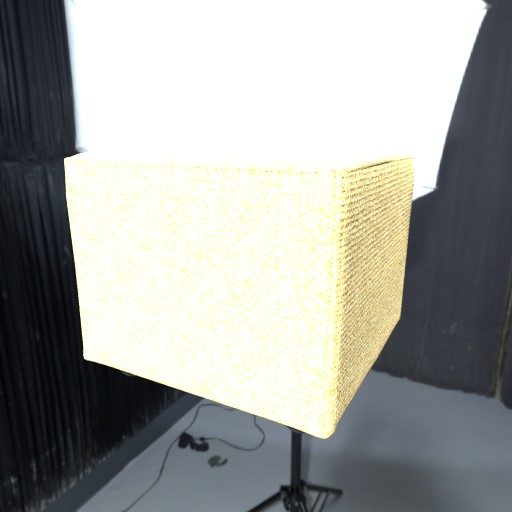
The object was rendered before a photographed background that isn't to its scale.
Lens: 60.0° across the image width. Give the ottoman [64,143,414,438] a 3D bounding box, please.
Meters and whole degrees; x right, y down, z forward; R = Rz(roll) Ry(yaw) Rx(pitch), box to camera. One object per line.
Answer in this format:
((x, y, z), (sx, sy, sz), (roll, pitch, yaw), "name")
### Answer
((0.000, 0.000, 0.896), (0.512, 0.441, 0.505), (8, 17, 28), "ottoman")
